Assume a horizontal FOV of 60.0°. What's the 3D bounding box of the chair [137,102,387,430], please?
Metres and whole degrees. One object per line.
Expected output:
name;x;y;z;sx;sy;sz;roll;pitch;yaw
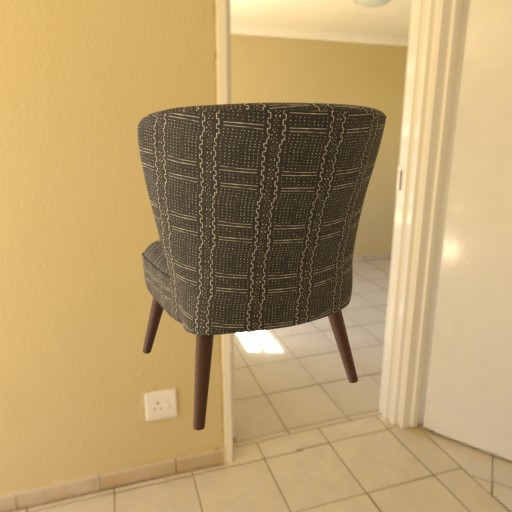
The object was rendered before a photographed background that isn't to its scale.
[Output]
chair;0.000;0.000;1.396;0.710;0.866;0.758;-7;16;-26
